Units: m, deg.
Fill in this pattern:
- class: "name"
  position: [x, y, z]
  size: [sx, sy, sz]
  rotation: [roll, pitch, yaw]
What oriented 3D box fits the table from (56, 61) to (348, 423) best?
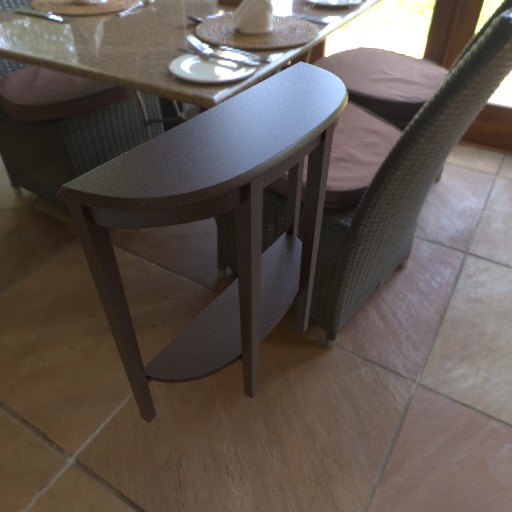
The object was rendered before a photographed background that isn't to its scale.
- class: "table"
  position: [0.000, 0.000, 1.308]
  size: [0.274, 0.831, 0.909]
  rotation: [24, 46, 26]
